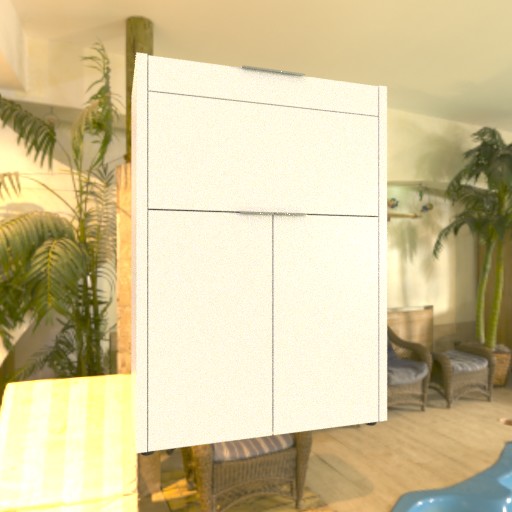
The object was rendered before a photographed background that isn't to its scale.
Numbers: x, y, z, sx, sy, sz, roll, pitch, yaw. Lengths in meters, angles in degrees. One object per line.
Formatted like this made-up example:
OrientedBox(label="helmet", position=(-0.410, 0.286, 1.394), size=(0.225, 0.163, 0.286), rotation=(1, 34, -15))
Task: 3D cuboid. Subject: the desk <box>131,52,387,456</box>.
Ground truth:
OrientedBox(label="desk", position=(0.000, 0.000, 1.596), size=(0.850, 1.190, 0.390), rotation=(0, 0, -18))
